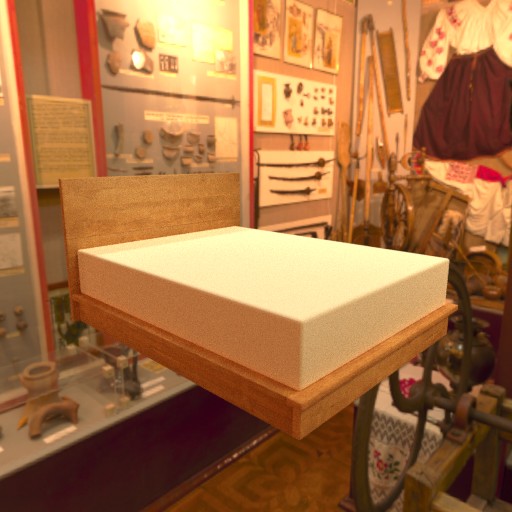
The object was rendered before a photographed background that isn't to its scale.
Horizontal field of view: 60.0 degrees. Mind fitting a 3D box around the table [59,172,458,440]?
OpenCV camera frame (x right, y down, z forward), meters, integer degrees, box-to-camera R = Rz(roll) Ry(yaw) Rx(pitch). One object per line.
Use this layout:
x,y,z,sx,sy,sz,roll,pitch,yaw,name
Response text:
0.000,0.000,3.050,2.149,1.041,1.707,12,17,43,table
